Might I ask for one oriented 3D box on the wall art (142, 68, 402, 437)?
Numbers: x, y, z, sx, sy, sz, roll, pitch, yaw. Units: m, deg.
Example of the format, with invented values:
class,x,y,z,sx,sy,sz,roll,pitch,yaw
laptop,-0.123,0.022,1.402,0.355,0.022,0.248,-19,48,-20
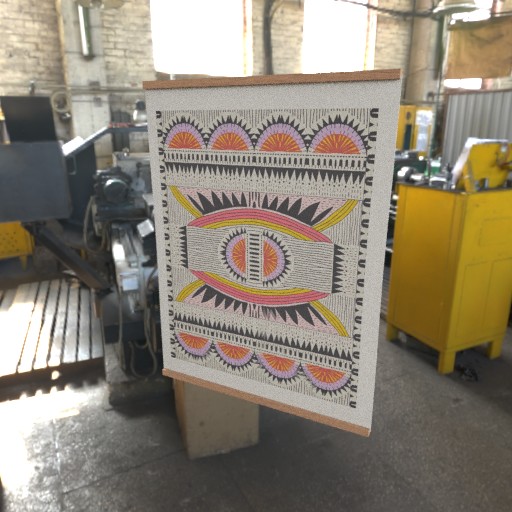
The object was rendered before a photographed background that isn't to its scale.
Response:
class,x,y,z,sx,sy,sz,roll,pitch,yaw
wall art,0.000,0.000,1.345,0.765,1.016,0.028,8,19,25
